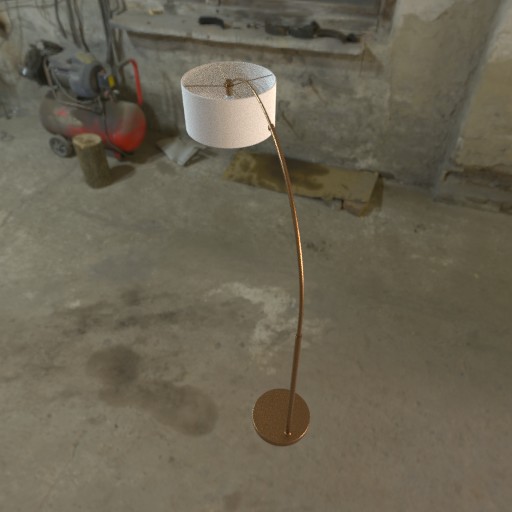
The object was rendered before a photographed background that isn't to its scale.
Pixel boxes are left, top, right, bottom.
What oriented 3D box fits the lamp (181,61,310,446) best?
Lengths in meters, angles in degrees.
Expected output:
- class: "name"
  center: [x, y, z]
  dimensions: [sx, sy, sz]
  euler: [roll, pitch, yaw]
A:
- class: "lamp"
  center: [0.000, 0.000, 2.560]
  dimensions: [0.493, 1.927, 1.434]
  euler: [-12, 45, -13]
